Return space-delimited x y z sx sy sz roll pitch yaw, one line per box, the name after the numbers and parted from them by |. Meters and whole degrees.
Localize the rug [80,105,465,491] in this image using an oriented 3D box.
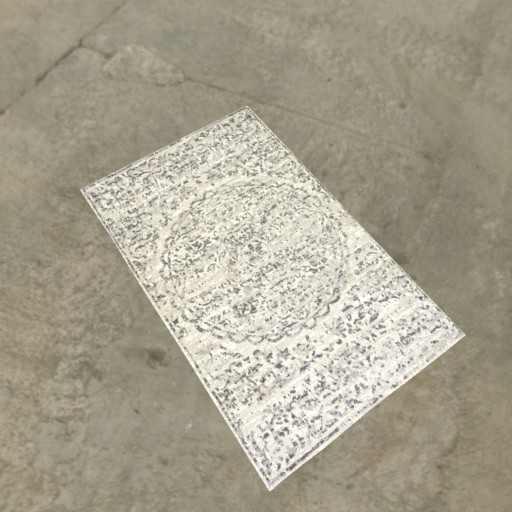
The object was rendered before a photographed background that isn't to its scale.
0.000 0.000 3.071 1.527 0.021 2.447 -32 67 -15 | rug
